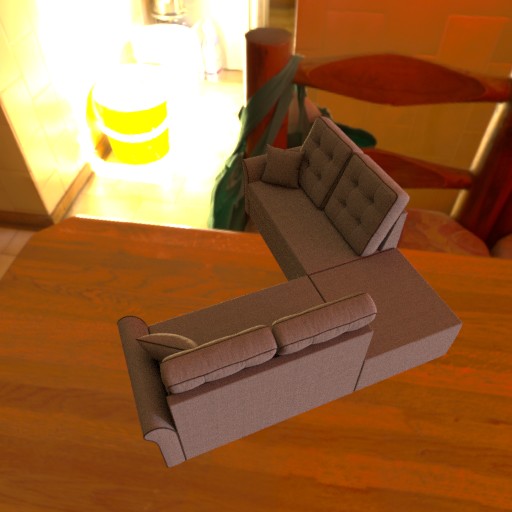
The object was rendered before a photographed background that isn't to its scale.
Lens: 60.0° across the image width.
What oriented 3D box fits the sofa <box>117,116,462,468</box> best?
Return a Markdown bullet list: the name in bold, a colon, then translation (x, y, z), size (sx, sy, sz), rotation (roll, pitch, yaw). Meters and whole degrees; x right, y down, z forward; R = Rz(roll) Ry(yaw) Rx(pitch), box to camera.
- **sofa**: translation (0.000, 0.000, 3.224), size (2.070, 0.988, 2.068), rotation (-16, 49, -15)
